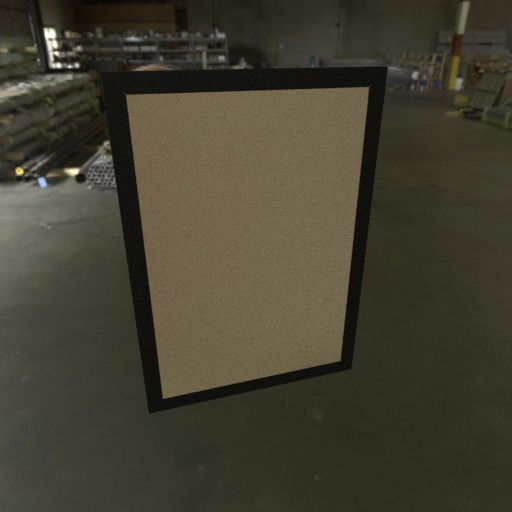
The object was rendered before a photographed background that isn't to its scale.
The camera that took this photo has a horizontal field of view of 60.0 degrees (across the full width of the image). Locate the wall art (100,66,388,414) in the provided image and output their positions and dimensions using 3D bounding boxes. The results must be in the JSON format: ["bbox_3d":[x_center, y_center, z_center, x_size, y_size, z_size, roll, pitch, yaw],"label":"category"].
[{"bbox_3d":[0.000,0.000,0.680,0.379,0.530,0.008,-8,27,-15],"label":"wall art"}]
